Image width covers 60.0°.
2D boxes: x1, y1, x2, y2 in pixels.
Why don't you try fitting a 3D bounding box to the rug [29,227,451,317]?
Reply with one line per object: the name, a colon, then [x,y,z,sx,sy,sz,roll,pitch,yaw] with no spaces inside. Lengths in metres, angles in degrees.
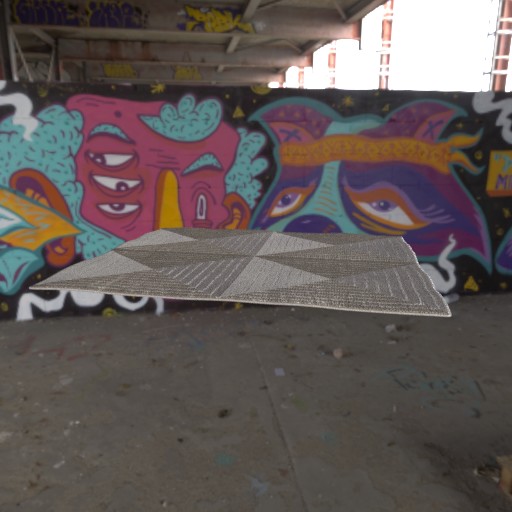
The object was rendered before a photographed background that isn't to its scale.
rug: [0.000,0.000,0.907,0.642,0.008,0.551,3,14,11]
